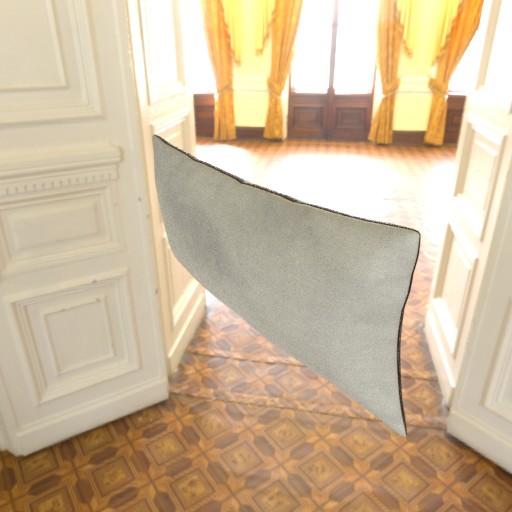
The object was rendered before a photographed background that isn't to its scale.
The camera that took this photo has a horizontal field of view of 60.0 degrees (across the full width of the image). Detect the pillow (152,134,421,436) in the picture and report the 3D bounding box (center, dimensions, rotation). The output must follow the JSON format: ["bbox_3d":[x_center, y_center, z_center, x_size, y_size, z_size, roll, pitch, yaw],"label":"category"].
[{"bbox_3d":[0.000,0.000,0.722,0.156,0.305,0.608,-18,31,-32],"label":"pillow"}]
